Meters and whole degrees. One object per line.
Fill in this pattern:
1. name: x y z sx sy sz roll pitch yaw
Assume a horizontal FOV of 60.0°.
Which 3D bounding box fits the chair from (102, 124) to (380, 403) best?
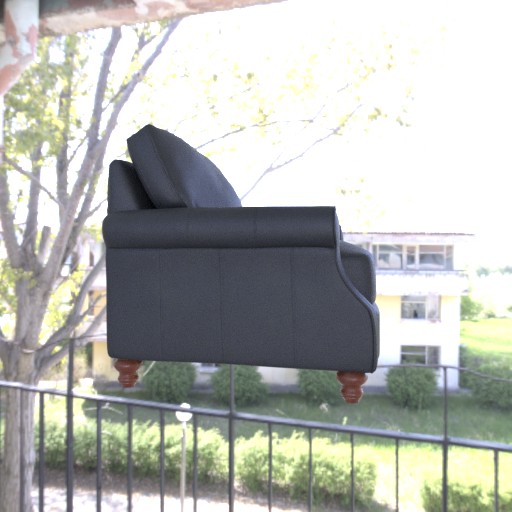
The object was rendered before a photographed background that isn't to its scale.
1. chair: 0.000 0.000 1.893 1.027 0.960 1.015 0 0 17
